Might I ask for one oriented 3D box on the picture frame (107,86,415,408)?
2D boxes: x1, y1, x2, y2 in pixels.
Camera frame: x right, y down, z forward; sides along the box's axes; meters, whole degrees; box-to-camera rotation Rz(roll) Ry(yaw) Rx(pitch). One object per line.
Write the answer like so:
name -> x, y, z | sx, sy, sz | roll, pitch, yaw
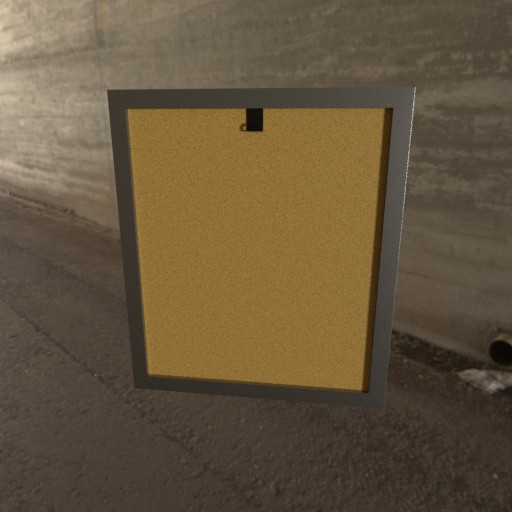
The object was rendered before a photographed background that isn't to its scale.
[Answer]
picture frame -> 0.000, 0.000, 1.370 | 0.839, 0.968, 0.073 | 2, 17, 7
